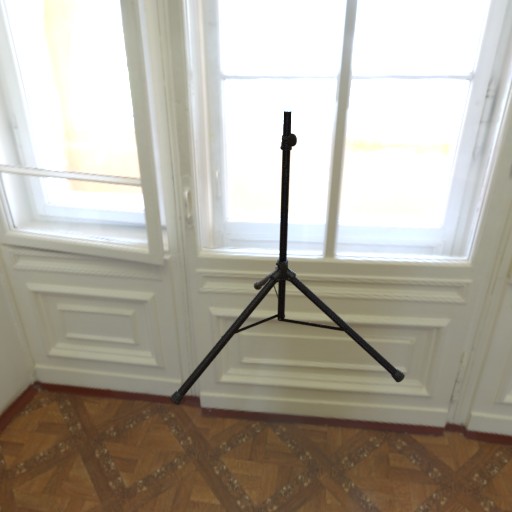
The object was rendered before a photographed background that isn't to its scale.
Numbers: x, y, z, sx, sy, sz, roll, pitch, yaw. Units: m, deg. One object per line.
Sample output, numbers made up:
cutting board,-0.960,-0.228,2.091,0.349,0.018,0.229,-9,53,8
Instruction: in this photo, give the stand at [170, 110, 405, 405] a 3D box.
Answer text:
stand,0.000,0.000,1.853,0.907,1.136,1.045,-20,34,-33
